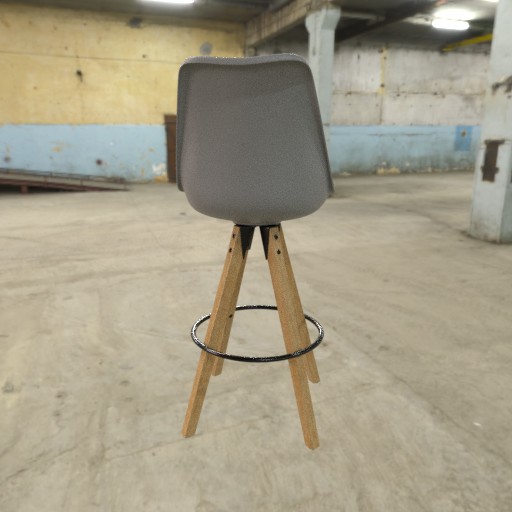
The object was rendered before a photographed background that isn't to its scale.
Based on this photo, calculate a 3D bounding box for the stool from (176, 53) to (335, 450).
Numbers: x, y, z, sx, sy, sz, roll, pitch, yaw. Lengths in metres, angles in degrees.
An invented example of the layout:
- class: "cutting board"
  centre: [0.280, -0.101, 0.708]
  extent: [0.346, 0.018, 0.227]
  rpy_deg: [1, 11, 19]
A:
- class: "stool"
  centre: [0.000, 0.000, 1.433]
  extent: [0.485, 1.115, 0.550]
  rpy_deg: [2, 14, 8]
